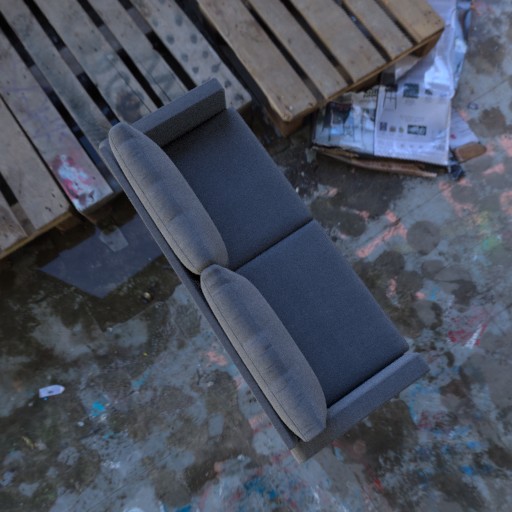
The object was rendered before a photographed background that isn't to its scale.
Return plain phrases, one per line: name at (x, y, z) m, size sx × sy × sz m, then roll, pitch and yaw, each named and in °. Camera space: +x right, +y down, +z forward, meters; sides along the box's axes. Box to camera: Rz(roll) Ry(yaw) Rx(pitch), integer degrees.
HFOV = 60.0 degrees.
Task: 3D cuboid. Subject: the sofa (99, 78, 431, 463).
sofa at (0.000, 0.000, 2.635) m, size 0.880 × 0.880 × 2.100 m, roll -33°, pitch 78°, yaw -8°
